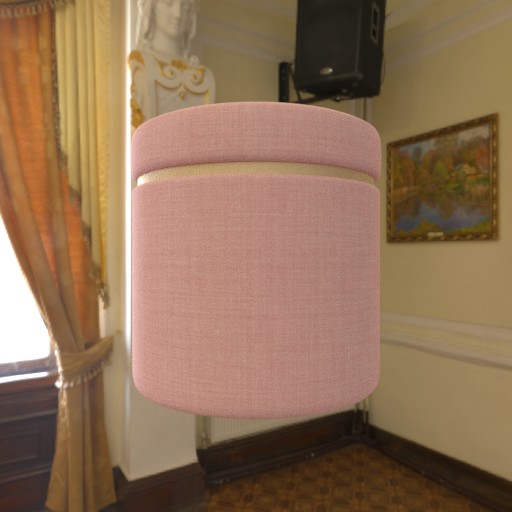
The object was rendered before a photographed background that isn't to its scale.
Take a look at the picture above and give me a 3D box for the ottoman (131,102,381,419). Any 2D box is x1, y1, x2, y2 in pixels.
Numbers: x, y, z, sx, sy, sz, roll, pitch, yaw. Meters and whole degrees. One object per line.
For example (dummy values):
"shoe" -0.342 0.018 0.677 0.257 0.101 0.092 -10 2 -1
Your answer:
"ottoman" 0.000 0.000 0.736 0.400 0.406 0.400 0 0 0
